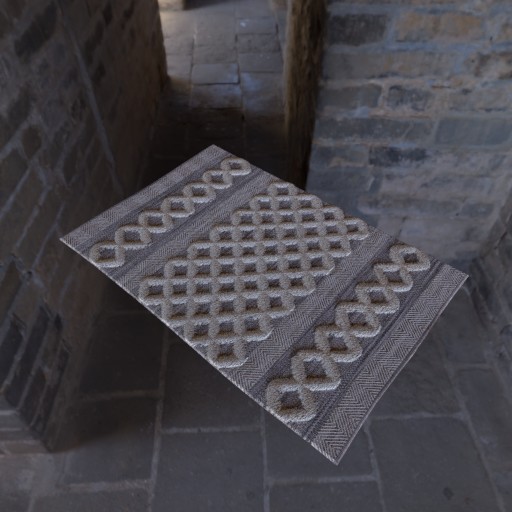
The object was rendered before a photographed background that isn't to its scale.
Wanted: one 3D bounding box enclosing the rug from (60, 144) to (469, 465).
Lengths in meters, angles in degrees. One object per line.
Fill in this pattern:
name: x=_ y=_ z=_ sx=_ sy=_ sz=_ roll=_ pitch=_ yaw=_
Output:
rug: x=0.000 y=0.000 z=2.350 sx=1.823 sy=0.030 sz=1.222 roll=32 pitch=55 yaw=26
